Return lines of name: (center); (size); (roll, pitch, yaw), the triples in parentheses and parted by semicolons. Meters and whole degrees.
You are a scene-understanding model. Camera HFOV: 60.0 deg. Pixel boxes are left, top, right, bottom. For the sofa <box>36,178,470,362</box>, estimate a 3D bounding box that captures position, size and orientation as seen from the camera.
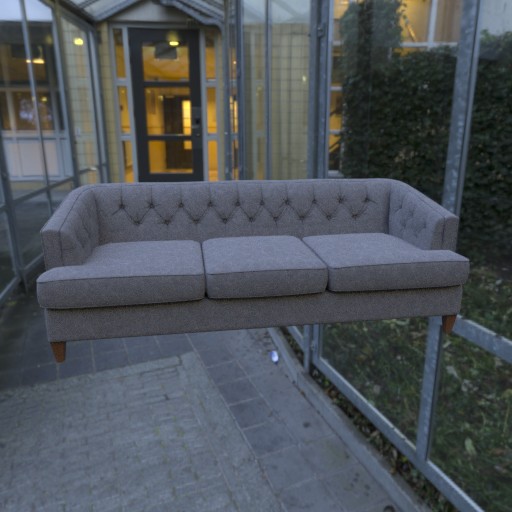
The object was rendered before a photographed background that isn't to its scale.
sofa: (0.000, 0.000, 2.662); (2.247, 0.806, 0.917); (-3, 17, -8)
